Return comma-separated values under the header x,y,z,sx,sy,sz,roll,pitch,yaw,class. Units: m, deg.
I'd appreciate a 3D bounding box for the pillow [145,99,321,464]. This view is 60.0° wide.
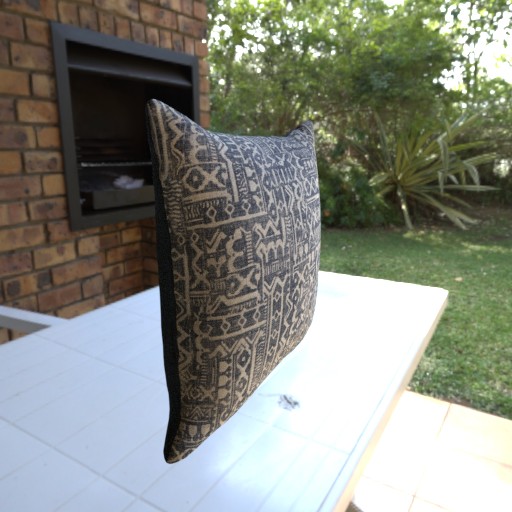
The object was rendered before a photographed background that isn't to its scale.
x,y,z,sx,sy,sz,roll,pitch,yaw,class
0.000,0.000,0.789,0.180,0.487,0.546,7,15,26,pillow
